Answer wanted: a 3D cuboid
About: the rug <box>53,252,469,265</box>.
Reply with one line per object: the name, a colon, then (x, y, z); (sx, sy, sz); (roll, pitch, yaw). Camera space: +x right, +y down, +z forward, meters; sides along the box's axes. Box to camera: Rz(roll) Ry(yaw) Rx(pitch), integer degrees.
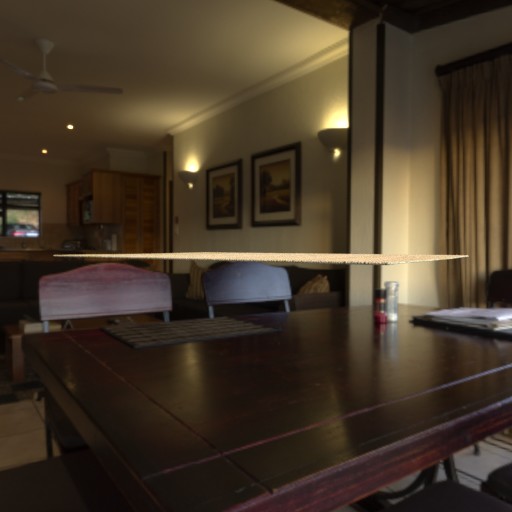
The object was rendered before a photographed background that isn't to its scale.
rug: (0.000, 0.000, 2.218); (1.758, 0.010, 1.143); (1, 2, 36)
